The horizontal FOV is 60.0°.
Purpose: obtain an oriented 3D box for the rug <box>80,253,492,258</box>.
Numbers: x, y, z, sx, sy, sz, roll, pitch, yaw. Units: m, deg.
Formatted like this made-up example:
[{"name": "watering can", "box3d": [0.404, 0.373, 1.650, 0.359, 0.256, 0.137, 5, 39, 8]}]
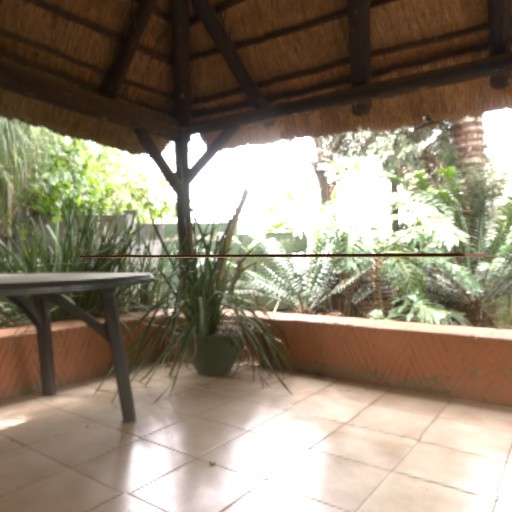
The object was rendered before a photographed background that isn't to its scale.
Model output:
[{"name": "rug", "box3d": [0.000, 0.000, 2.670, 2.439, 0.017, 0.764, 0, 0, 35]}]
